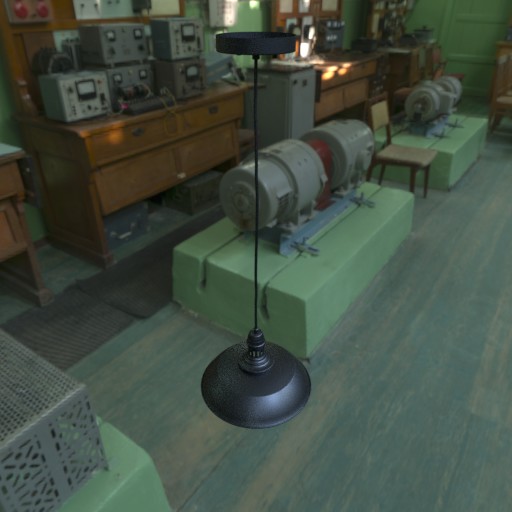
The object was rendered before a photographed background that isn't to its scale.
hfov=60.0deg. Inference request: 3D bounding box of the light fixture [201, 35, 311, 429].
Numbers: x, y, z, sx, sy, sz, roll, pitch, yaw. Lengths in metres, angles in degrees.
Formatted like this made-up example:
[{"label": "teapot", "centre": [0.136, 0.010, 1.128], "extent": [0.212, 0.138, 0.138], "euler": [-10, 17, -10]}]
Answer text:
[{"label": "light fixture", "centre": [0.000, 0.000, 1.109], "extent": [0.331, 0.993, 0.331], "euler": [18, 35, 28]}]
